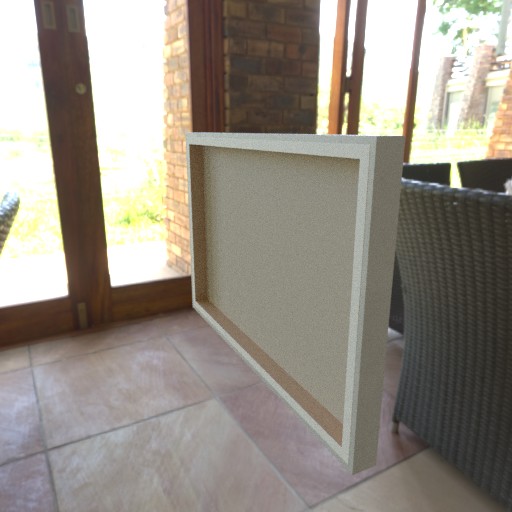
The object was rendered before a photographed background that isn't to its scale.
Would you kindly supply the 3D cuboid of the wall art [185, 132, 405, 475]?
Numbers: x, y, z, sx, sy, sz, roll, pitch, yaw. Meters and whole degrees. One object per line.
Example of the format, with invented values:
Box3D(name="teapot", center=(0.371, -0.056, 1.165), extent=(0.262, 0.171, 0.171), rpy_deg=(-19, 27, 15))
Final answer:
Box3D(name="wall art", center=(0.000, 0.000, 0.765), extent=(0.038, 0.407, 0.609), rpy_deg=(-8, 18, -26))
